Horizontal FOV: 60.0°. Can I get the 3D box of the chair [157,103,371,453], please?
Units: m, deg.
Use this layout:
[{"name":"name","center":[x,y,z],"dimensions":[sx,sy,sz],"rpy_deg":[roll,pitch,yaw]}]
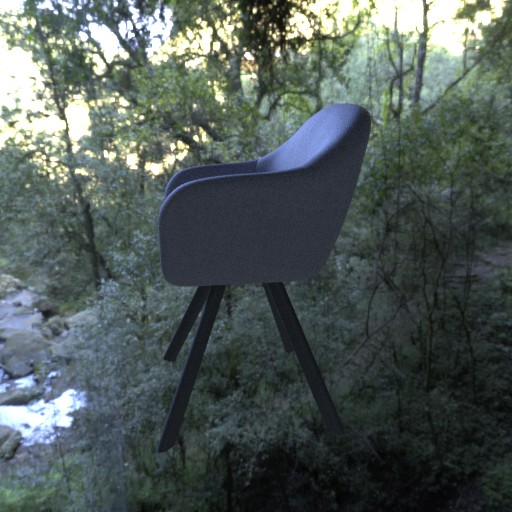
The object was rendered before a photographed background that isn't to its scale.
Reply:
[{"name":"chair","center":[0.000,0.000,1.209],"dimensions":[0.550,0.795,0.590],"rpy_deg":[-2,14,-10]}]
